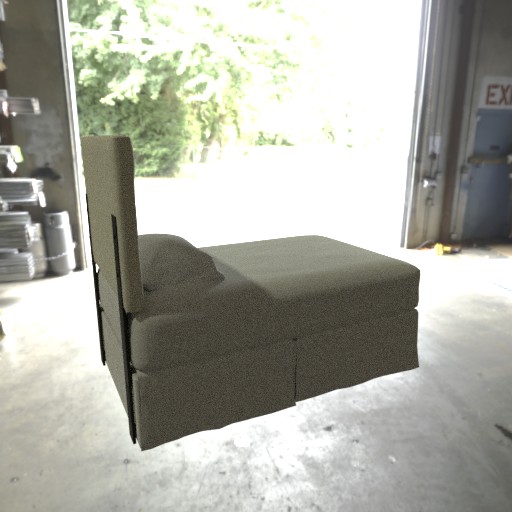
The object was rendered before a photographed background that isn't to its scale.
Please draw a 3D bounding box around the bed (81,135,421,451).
[{"bbox_3d":[0.000,0.000,3.008,1.997,1.571,1.261,-8,17,-27],"label":"bed"}]
